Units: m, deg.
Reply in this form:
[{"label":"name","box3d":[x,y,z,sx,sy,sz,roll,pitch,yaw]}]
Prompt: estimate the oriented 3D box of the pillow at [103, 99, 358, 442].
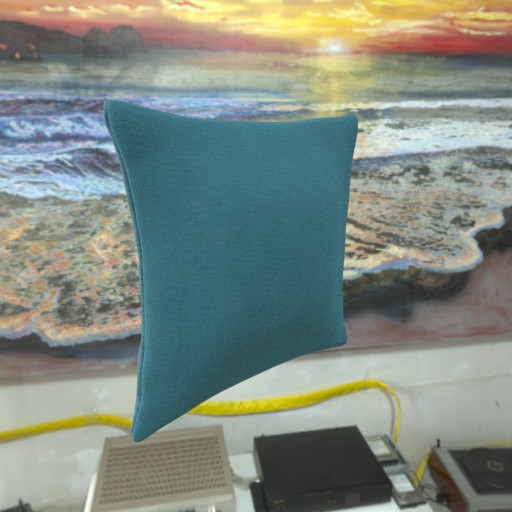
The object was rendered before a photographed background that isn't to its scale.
[{"label":"pillow","box3d":[0.000,0.000,0.653,0.433,0.415,0.151,-13,20,-39]}]
